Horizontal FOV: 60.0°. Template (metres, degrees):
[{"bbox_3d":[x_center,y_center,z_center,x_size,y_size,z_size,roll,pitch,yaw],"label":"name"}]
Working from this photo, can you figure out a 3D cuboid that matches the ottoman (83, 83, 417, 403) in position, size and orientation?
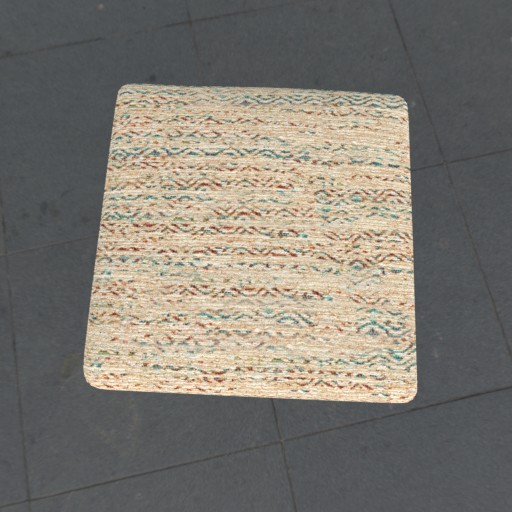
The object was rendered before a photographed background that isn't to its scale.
[{"bbox_3d":[0.000,0.000,0.896,0.512,0.453,0.521,3,77,1],"label":"ottoman"}]
